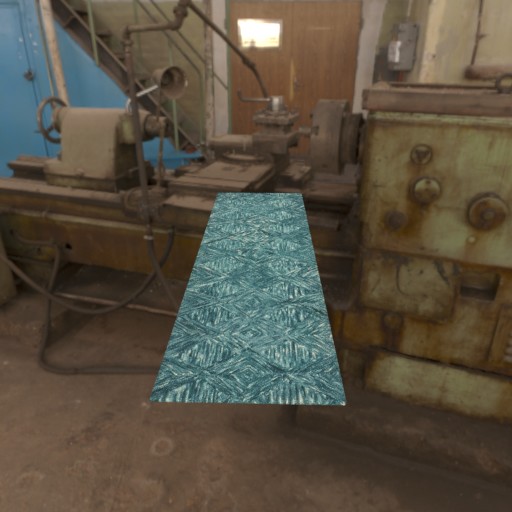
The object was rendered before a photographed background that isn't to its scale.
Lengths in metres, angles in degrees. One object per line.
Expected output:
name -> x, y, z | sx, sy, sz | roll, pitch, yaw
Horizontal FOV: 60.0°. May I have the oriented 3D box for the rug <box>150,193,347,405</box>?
rug -> 0.000, 0.000, 2.543 | 0.676, 0.016, 2.286 | 1, 26, 1
